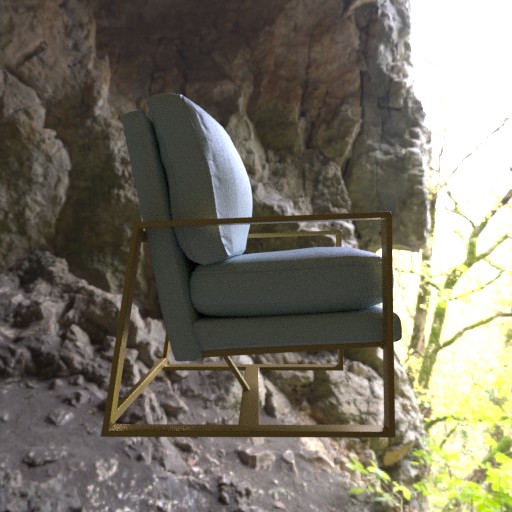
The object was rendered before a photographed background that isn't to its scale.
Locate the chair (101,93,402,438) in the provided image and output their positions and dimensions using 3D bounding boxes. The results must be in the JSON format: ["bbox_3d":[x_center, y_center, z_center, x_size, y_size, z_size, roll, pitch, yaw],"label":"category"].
[{"bbox_3d":[0.000,0.000,1.540,0.813,0.956,0.758,0,-1,0],"label":"chair"}]
